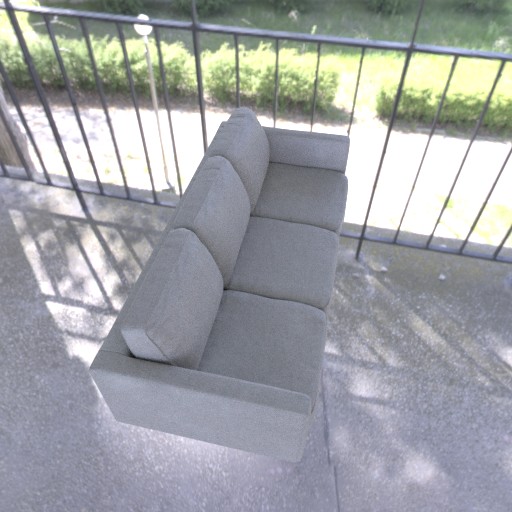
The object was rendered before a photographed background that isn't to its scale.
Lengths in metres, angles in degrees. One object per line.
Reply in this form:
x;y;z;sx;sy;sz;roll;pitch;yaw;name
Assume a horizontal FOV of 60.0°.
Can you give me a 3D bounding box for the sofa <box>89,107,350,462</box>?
0.000;0.000;2.553;0.944;0.918;1.983;9;47;9;sofa
